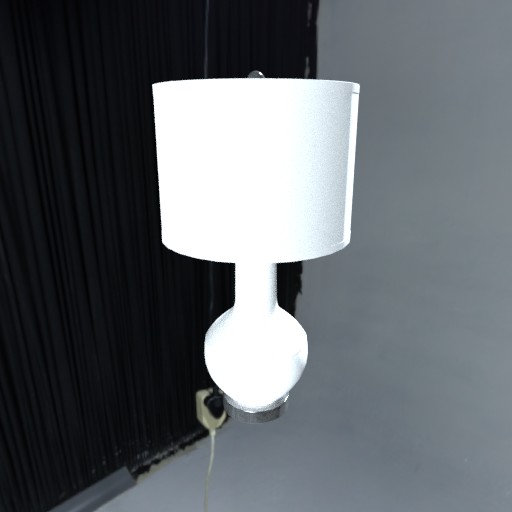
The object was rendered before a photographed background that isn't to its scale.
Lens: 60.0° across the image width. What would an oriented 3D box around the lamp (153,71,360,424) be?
[{"bbox_3d":[0.000,0.000,0.869,0.357,0.673,0.357,-16,24,-42],"label":"lamp"}]
